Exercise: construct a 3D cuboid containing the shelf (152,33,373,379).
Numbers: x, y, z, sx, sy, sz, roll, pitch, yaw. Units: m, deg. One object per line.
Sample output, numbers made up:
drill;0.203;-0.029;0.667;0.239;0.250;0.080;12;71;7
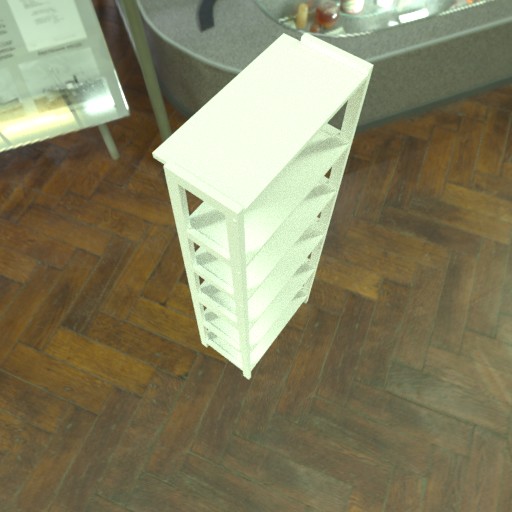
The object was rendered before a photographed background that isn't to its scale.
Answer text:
shelf;0.000;0.000;2.083;0.381;1.892;0.660;34;68;16
